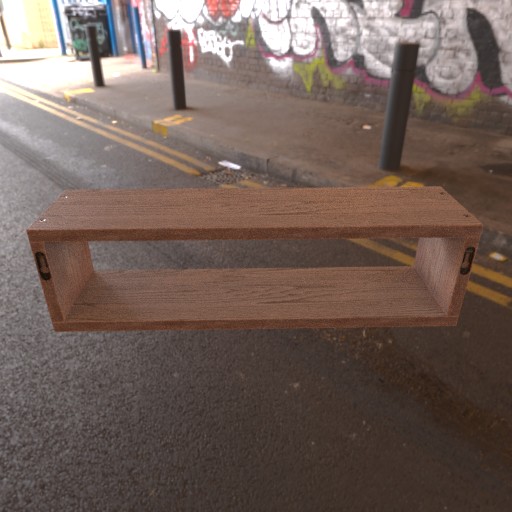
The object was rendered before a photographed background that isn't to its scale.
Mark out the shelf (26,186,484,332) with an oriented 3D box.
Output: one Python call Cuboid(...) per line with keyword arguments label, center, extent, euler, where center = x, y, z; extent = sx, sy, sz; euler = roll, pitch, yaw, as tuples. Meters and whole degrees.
Cuboid(label="shelf", center=(0.000, 0.000, 0.697), extent=(0.610, 0.170, 0.150), euler=(-1, 29, -1))
